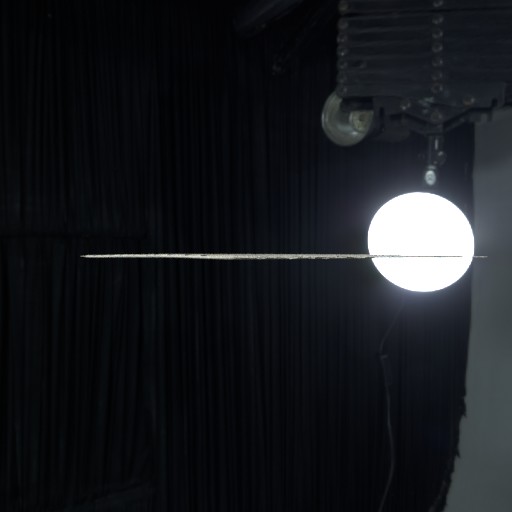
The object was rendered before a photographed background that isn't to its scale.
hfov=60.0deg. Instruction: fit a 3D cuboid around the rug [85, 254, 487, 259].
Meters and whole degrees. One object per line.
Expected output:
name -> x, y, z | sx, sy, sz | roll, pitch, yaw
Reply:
rug -> 0.000, 0.000, 4.222 | 2.388, 0.030, 3.213 | 0, 0, -36
